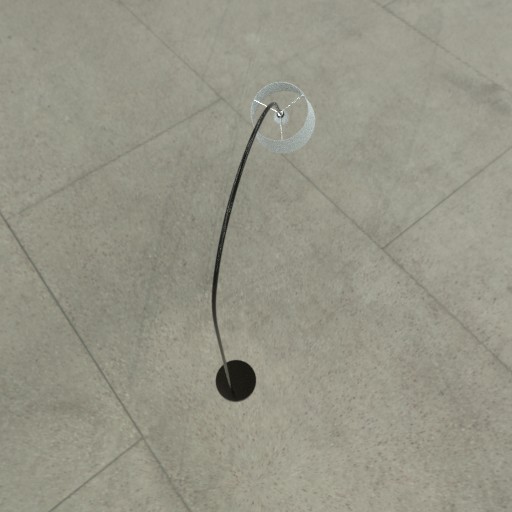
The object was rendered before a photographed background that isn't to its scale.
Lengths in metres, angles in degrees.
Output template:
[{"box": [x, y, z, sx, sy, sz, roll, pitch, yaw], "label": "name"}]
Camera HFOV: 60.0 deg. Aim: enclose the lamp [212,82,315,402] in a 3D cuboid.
[{"box": [0.000, 0.000, 2.609, 0.331, 2.104, 1.363, 14, 64, 7], "label": "lamp"}]
